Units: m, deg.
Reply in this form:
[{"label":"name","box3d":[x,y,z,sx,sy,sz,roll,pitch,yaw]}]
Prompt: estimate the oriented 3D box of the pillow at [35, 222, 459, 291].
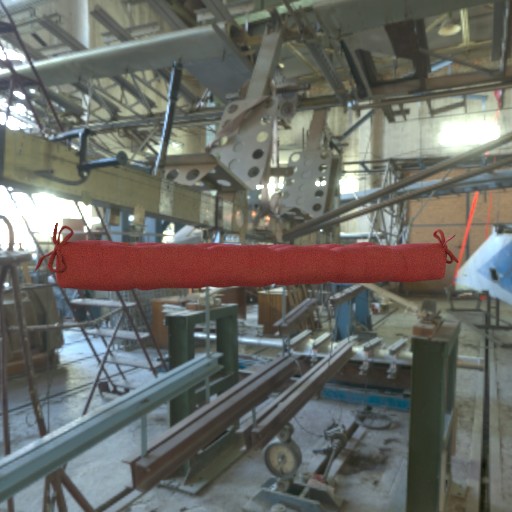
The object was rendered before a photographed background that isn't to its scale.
[{"label":"pillow","box3d":[0.000,0.000,1.376,1.194,0.174,0.511,0,1,-18]}]
